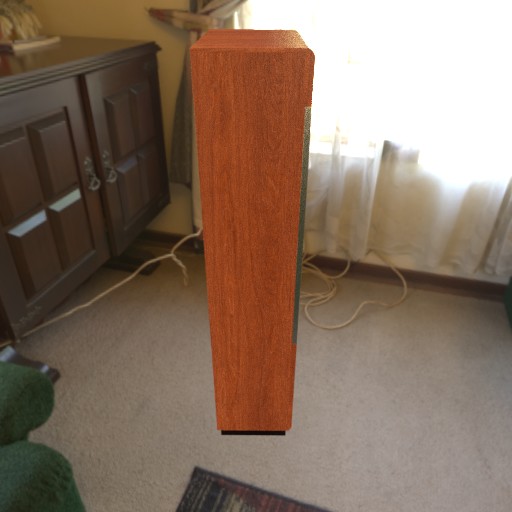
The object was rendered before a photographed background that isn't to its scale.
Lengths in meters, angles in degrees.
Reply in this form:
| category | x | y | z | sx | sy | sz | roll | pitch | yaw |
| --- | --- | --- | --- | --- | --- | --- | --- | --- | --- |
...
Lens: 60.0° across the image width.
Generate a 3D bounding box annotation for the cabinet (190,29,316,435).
| category | x | y | z | sx | sy | sz | roll | pitch | yaw |
| --- | --- | --- | --- | --- | --- | --- | --- | --- | --- |
| cabinet | 0.000 | 0.000 | 2.225 | 0.420 | 1.980 | 0.660 | 0 | 32 | 0 |
